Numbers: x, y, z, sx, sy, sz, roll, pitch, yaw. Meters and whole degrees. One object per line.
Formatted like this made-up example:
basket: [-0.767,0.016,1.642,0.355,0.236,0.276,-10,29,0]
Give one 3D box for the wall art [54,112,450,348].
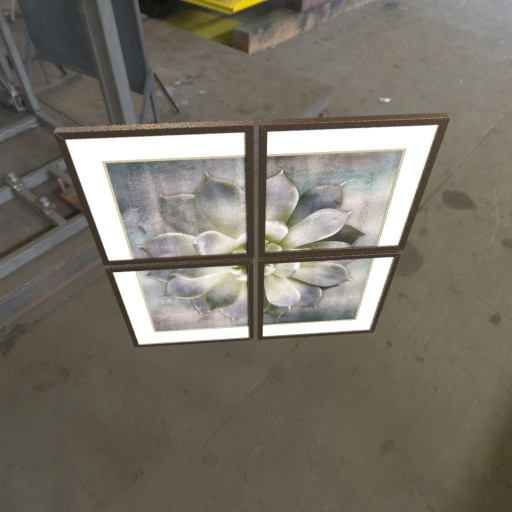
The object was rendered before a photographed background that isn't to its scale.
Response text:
wall art: [0.000,0.000,1.537,1.032,1.032,0.030,-3,47,-3]
